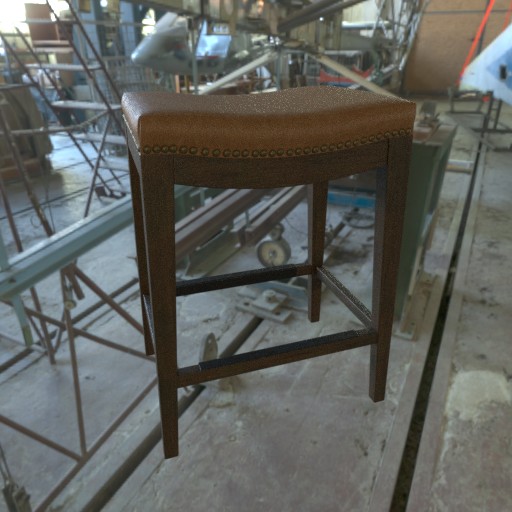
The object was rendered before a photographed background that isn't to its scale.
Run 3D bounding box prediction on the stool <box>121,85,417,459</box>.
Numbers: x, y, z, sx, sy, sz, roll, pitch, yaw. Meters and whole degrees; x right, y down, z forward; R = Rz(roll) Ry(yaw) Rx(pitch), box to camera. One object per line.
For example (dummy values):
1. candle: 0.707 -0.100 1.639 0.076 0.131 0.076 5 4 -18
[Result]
1. stool: 0.000 0.000 0.956 0.500 0.660 0.361 -8 27 -17
